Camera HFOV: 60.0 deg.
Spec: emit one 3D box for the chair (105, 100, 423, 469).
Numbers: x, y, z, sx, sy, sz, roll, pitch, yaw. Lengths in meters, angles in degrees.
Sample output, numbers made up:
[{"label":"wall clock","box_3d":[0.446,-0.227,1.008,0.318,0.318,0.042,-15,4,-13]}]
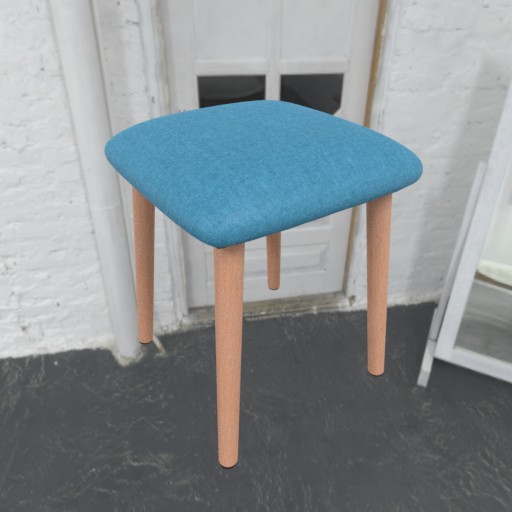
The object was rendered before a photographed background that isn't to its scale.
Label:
[{"label":"chair","box_3d":[0.000,0.000,0.730,0.360,0.450,0.360,-20,37,-28]}]
